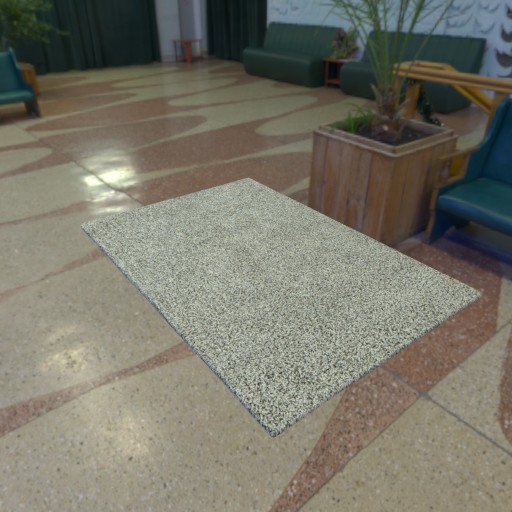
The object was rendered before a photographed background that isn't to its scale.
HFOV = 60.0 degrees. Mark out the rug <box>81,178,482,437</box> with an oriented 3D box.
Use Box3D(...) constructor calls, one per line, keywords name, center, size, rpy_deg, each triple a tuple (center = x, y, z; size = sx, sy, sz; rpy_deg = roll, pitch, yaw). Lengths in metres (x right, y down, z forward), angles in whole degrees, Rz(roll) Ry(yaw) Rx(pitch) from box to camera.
Box3D(name="rug", center=(0.000, 0.000, 2.284), size=(1.219, 0.030, 1.778), rpy_deg=(-21, 37, -31))
